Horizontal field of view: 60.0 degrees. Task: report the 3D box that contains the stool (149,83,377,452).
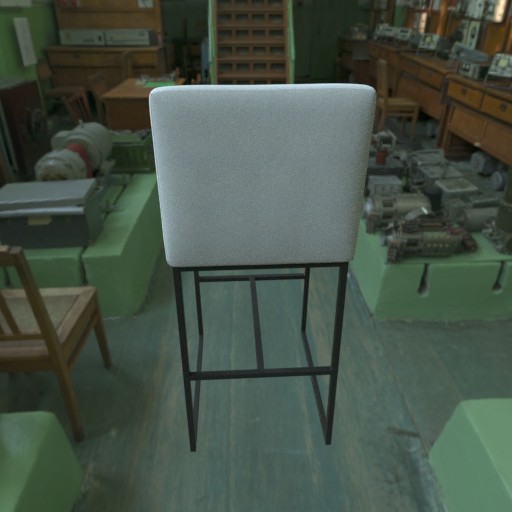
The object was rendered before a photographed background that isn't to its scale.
[{"bbox_3d":[0.000,0.000,1.342,0.464,1.061,0.573,-2,30,-3],"label":"stool"}]
